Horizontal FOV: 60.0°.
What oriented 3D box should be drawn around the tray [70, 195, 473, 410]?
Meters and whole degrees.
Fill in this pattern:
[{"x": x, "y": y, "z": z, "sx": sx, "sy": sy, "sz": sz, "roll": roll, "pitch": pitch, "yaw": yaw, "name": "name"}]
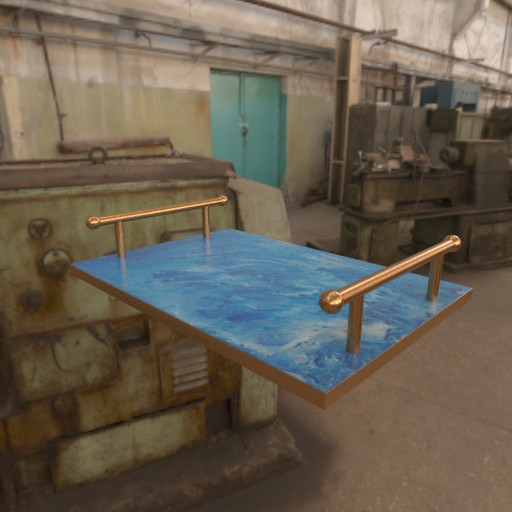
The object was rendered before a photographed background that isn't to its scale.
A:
[{"x": 0.000, "y": 0.000, "z": 0.576, "sx": 0.444, "sy": 0.084, "sz": 0.304, "roll": 16, "pitch": 23, "yaw": 42, "name": "tray"}]
